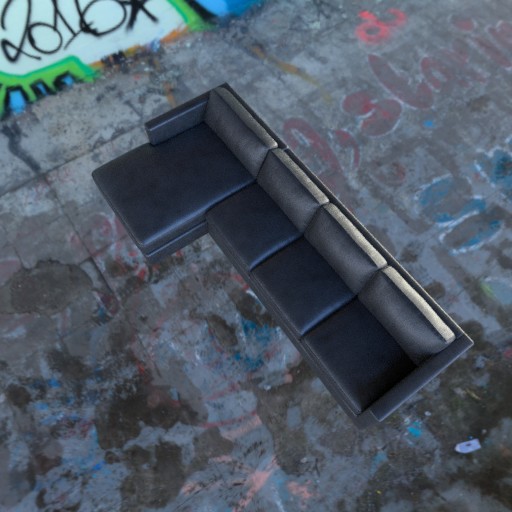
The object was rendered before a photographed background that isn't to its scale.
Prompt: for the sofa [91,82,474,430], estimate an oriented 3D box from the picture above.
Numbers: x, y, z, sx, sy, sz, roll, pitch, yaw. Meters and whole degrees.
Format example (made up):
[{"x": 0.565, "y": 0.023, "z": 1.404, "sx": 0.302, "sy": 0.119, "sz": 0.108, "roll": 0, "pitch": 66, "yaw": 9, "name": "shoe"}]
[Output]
[{"x": 0.000, "y": 0.000, "z": 3.809, "sx": 1.581, "sy": 0.883, "sz": 3.203, "roll": -33, "pitch": 68, "yaw": -15, "name": "sofa"}]
